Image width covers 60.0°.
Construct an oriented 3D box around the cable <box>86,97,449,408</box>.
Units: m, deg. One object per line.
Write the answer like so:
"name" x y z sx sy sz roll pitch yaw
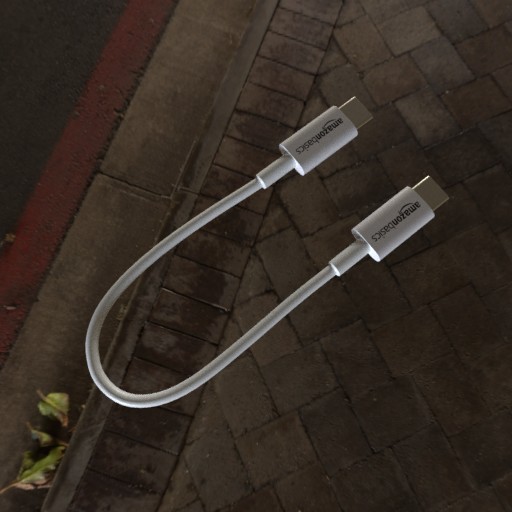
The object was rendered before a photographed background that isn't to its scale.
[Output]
"cable" 0.000 0.000 0.113 0.098 0.005 0.041 -37 79 -8
